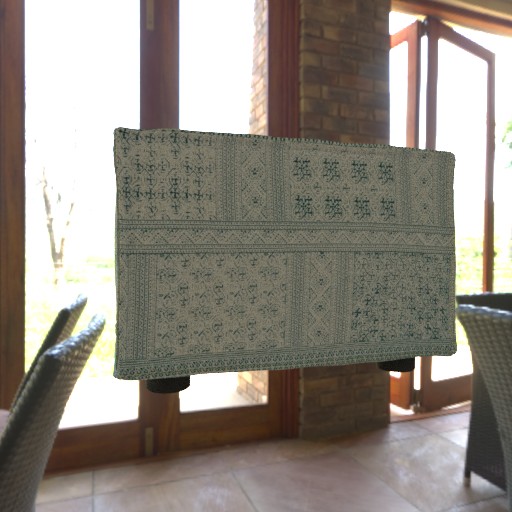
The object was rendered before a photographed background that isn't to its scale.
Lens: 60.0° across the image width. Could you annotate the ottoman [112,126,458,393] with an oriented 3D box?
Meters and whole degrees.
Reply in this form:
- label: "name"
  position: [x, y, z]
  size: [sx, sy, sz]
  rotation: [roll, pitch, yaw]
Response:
- label: "ottoman"
  position: [0.000, 0.000, 1.021]
  size: [0.626, 0.439, 0.617]
  rotation: [0, 0, -17]
